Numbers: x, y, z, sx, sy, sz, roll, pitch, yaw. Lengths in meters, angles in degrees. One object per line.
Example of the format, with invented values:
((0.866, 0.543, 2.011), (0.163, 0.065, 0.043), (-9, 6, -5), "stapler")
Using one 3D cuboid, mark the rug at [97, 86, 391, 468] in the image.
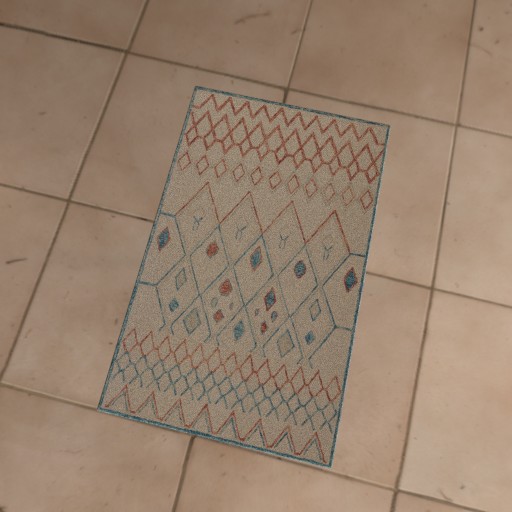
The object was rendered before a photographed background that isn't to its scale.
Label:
((0.000, 0.000, 3.084), (1.524, 0.015, 2.438), (13, 76, 3), "rug")
